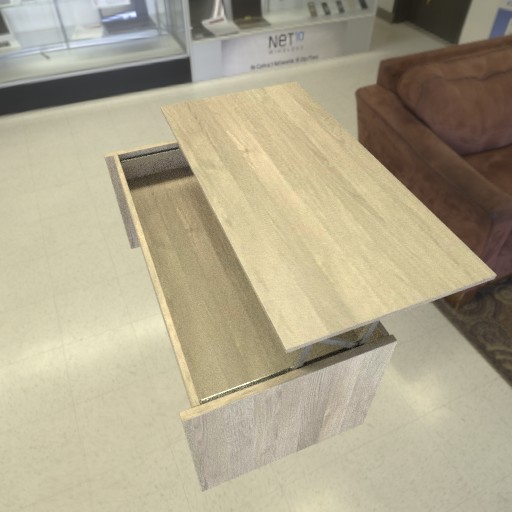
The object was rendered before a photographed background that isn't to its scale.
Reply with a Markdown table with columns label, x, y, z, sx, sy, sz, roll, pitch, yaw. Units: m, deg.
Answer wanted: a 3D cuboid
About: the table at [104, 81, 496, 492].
| label | x | y | z | sx | sy | sz | roll | pitch | yaw |
| --- | --- | --- | --- | --- | --- | --- | --- | --- | --- |
| table | 0.000 | 0.000 | 1.384 | 0.712 | 0.570 | 1.000 | -16 | 48 | -15 |
